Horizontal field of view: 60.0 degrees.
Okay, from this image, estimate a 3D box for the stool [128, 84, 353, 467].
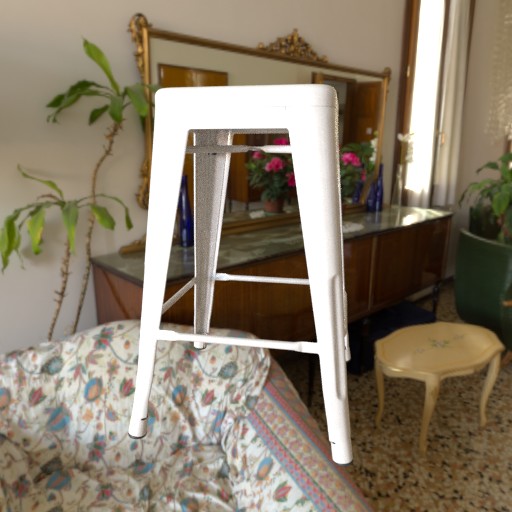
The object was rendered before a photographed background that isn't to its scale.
[{"bbox_3d":[0.000,0.000,0.888,0.406,0.610,0.406,3,14,11],"label":"stool"}]
